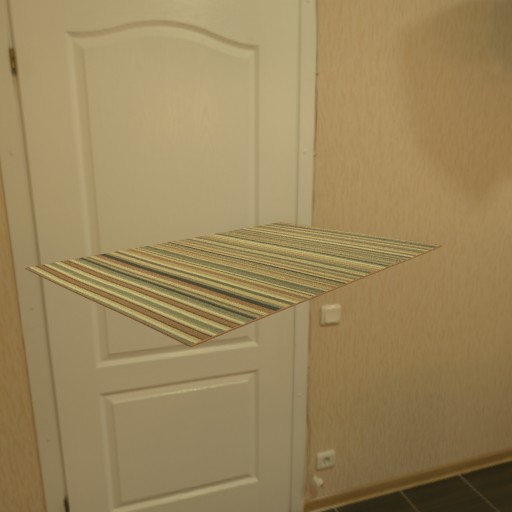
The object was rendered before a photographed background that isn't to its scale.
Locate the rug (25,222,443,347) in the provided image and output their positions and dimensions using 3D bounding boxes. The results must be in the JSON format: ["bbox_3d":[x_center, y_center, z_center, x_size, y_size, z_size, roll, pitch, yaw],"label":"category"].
[{"bbox_3d":[0.000,0.000,2.287,1.219,0.008,1.829,12,18,42],"label":"rug"}]
